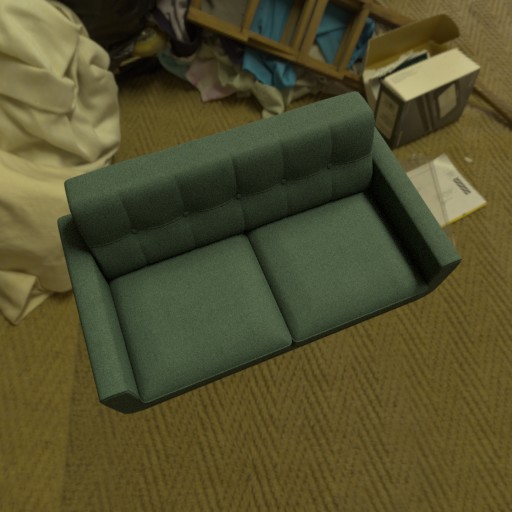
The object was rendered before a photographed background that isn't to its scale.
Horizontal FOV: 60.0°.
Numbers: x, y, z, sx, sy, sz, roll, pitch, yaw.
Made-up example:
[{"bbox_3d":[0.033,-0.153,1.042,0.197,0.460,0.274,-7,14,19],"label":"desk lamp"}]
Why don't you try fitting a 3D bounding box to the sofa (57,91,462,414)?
[{"bbox_3d":[0.000,0.000,2.119,1.631,0.841,0.909,-20,66,-9],"label":"sofa"}]
